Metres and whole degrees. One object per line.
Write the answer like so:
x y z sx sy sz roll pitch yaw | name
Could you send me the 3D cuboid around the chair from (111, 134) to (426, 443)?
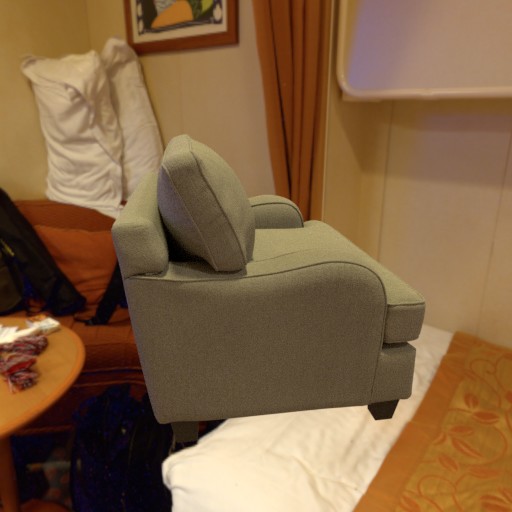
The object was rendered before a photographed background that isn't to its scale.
0.000 0.000 1.991 1.041 1.016 1.220 -3 18 -9 | chair
